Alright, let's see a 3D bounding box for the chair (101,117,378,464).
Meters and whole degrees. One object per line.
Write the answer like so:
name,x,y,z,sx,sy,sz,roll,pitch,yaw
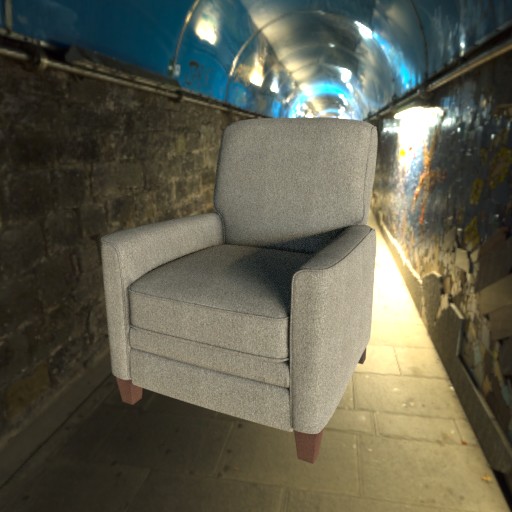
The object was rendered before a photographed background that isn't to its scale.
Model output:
chair,0.000,0.000,1.687,0.841,1.028,0.858,7,17,25
